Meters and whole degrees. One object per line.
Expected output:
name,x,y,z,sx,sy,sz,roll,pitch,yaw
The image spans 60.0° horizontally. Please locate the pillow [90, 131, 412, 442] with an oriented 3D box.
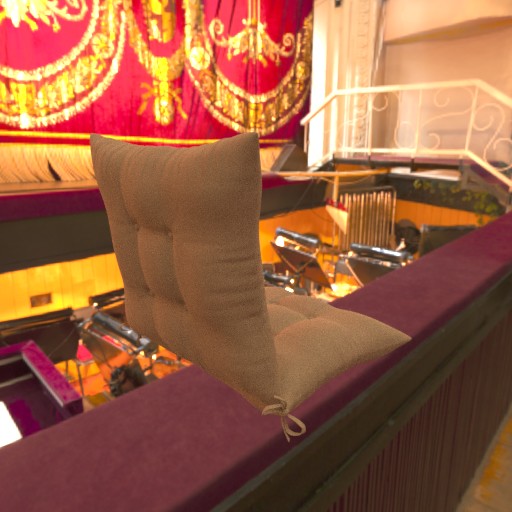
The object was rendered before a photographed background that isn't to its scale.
pillow,0.000,0.000,1.004,0.585,0.536,0.541,-14,20,-43
